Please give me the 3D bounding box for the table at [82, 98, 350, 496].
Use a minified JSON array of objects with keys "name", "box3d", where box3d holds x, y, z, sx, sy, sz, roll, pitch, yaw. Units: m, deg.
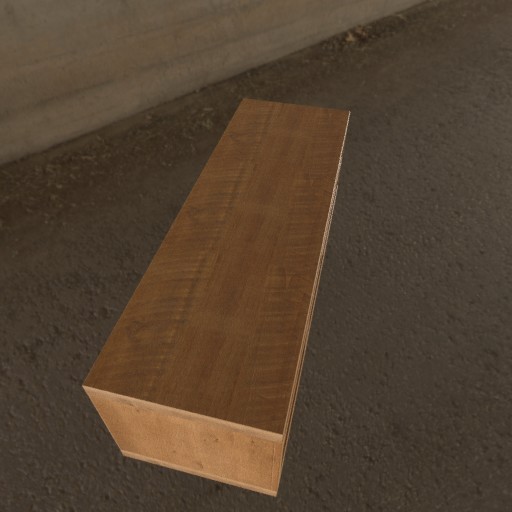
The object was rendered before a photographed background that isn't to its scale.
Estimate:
[{"name":"table","box3d":[0.000,0.000,1.710,0.499,0.491,1.499,10,47,10]}]
